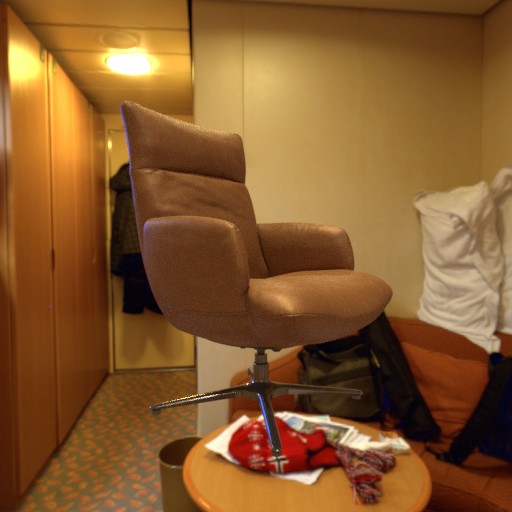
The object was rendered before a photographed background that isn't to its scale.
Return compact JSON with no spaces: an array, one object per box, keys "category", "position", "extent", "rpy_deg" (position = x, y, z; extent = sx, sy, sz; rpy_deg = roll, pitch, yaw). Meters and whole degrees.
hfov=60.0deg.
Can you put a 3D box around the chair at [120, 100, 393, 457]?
[{"category":"chair","position":[0.000,0.000,1.519],"extent":[0.794,1.027,0.711],"rpy_deg":[2,3,36]}]
